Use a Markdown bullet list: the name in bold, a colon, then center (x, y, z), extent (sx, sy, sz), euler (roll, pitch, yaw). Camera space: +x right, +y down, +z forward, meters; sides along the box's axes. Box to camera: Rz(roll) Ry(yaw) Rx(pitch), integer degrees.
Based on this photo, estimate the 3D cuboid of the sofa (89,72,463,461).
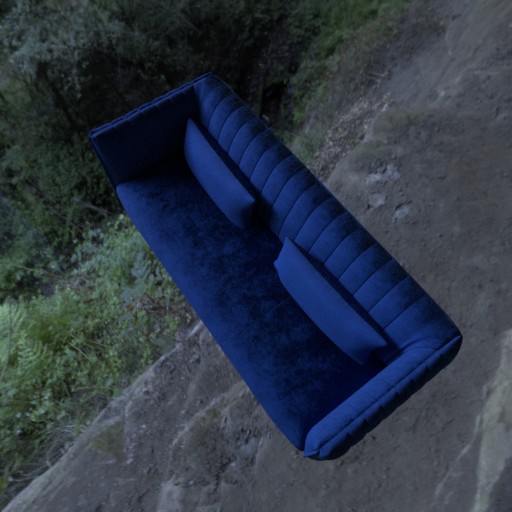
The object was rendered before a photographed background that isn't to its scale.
- **sofa**: center (0.000, 0.000, 2.546), extent (0.896, 0.793, 2.136), euler (-33, 69, -15)
